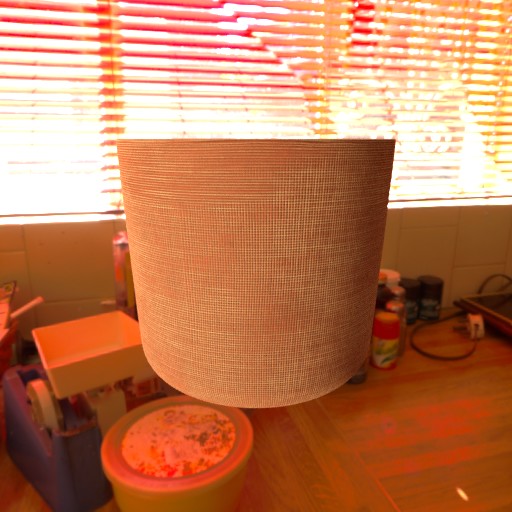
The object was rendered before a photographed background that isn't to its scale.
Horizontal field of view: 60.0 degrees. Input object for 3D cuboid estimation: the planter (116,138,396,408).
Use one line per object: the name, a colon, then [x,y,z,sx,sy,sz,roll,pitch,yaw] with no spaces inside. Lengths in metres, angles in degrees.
planter: [0.000,0.000,0.778,0.440,0.398,0.440,0,15,0]
